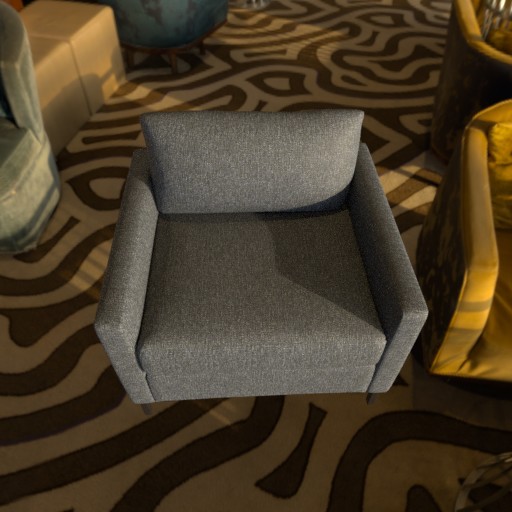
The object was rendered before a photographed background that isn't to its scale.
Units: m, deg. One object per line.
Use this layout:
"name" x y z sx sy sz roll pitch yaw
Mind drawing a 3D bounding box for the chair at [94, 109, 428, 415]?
"chair" 0.000 0.000 1.634 0.963 0.861 0.866 -2 48 -2
